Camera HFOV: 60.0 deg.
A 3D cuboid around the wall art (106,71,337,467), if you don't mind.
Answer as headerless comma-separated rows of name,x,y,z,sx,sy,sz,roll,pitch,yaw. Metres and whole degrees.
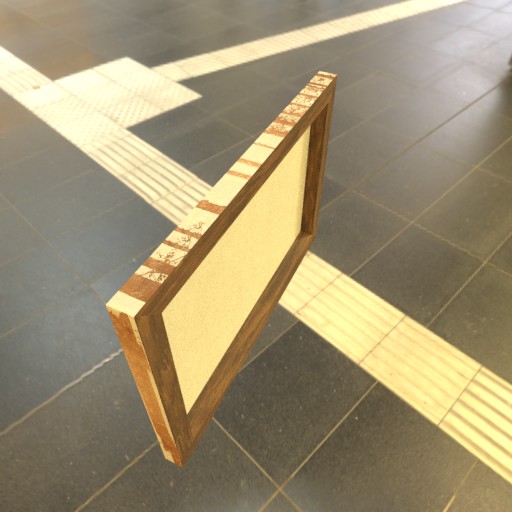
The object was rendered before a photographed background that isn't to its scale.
wall art,0.000,0.000,0.769,0.035,0.405,0.609,19,49,18
